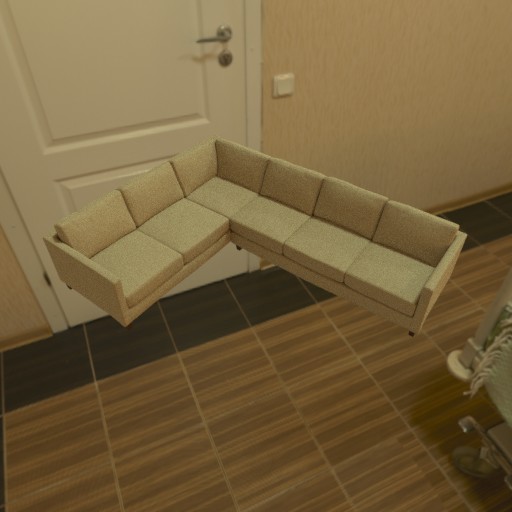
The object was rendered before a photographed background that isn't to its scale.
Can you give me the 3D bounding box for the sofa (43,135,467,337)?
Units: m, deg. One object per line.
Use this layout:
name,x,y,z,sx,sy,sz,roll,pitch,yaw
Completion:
sofa,0.000,0.000,4.300,3.182,0.863,2.432,26,48,26
